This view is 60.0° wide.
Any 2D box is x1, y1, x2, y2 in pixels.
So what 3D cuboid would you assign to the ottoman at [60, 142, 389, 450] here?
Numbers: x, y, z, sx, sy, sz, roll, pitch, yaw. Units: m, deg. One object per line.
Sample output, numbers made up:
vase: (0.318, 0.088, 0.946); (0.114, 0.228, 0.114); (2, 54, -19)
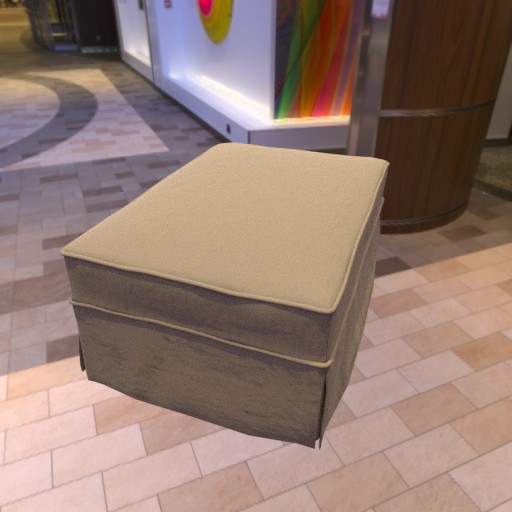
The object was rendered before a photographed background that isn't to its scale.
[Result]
ottoman: (0.000, 0.000, 1.363); (0.703, 0.479, 0.944); (11, 33, 18)
